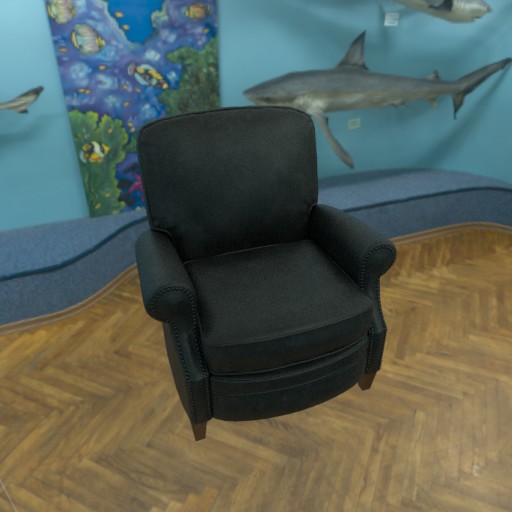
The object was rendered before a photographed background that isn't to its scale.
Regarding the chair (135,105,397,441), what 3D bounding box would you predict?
[{"bbox_3d":[0.000,0.000,1.776,0.936,1.018,0.986,-11,33,-17],"label":"chair"}]
